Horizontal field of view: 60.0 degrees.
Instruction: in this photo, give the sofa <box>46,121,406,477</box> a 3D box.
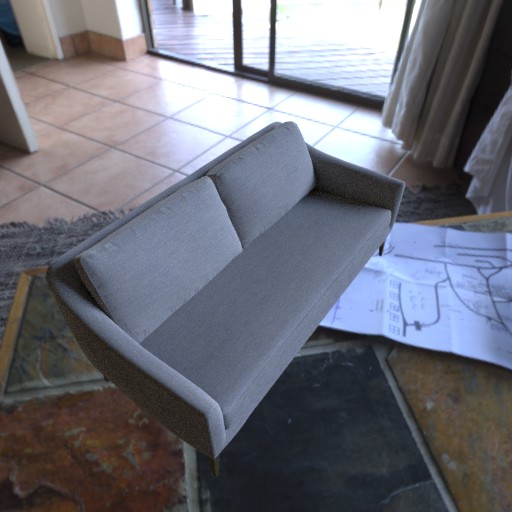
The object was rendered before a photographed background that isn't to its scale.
[{"bbox_3d":[0.000,0.000,2.560,0.980,0.913,2.036,25,46,26],"label":"sofa"}]
